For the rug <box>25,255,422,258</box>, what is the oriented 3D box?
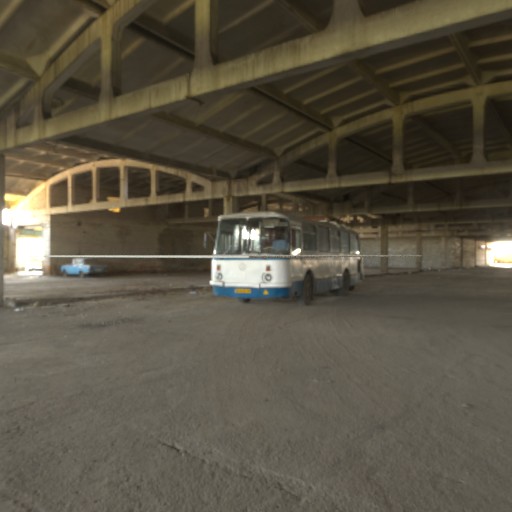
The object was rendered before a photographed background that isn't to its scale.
[{"bbox_3d":[0.000,0.000,2.339,1.226,0.007,1.815,0,0,35],"label":"rug"}]
